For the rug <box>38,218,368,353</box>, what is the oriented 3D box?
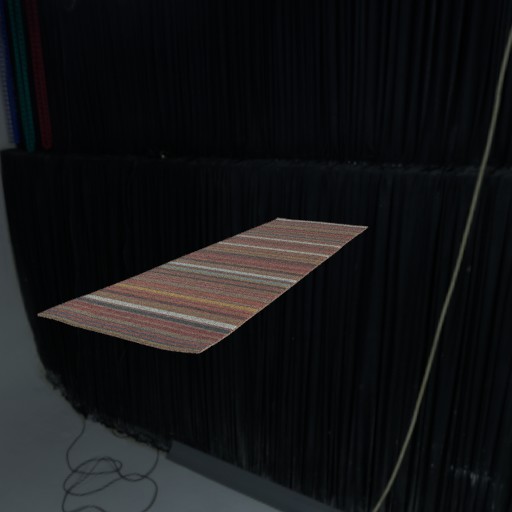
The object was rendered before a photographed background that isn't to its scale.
[{"bbox_3d":[0.000,0.000,2.693,0.799,0.030,2.444,8,17,26],"label":"rug"}]
